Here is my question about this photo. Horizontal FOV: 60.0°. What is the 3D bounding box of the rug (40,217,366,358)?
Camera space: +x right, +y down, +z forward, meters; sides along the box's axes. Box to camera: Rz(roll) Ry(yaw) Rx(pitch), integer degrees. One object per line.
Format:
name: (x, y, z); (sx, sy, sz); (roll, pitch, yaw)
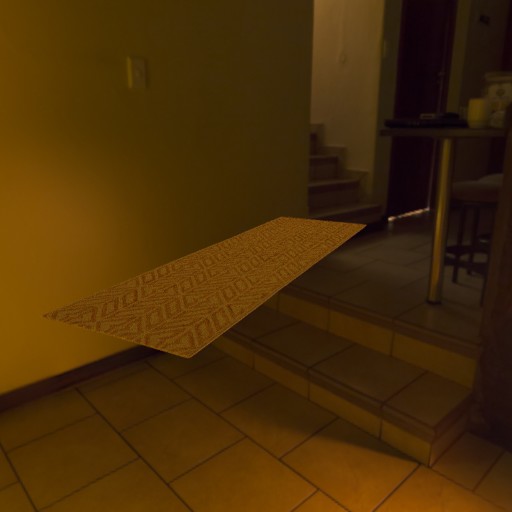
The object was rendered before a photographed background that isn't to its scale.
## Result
rug: (0.000, 0.000, 2.699); (0.750, 0.009, 2.435); (8, 18, 26)
